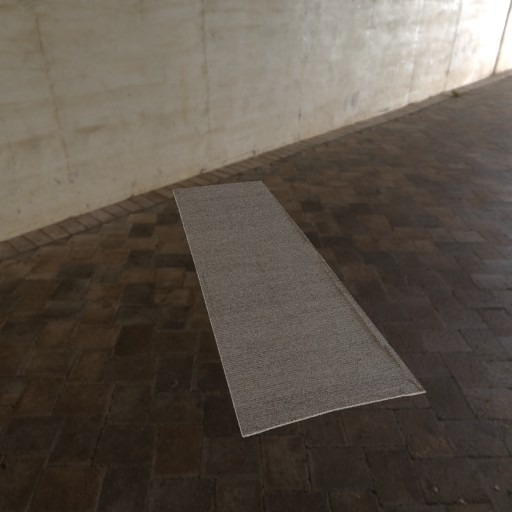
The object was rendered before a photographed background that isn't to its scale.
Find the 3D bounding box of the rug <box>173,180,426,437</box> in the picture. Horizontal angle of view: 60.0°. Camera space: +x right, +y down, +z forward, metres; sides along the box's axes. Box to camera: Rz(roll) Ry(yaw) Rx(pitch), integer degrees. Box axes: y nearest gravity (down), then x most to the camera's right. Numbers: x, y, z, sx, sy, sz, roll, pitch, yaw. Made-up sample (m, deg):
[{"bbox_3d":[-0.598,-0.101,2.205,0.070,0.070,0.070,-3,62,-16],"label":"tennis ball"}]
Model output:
[{"bbox_3d":[0.000,0.000,2.628,0.741,0.014,2.390,-8,31,-13],"label":"rug"}]
